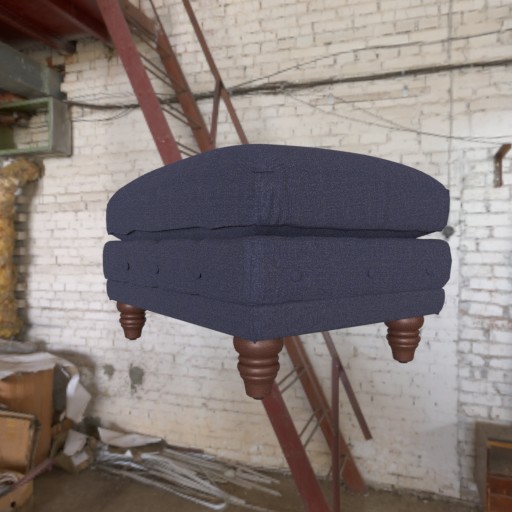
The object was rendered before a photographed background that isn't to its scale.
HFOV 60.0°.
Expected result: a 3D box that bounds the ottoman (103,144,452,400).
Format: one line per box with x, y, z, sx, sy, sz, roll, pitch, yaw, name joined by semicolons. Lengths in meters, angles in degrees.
0.000;0.000;1.141;0.558;0.486;0.767;-1;1;-36;ottoman
